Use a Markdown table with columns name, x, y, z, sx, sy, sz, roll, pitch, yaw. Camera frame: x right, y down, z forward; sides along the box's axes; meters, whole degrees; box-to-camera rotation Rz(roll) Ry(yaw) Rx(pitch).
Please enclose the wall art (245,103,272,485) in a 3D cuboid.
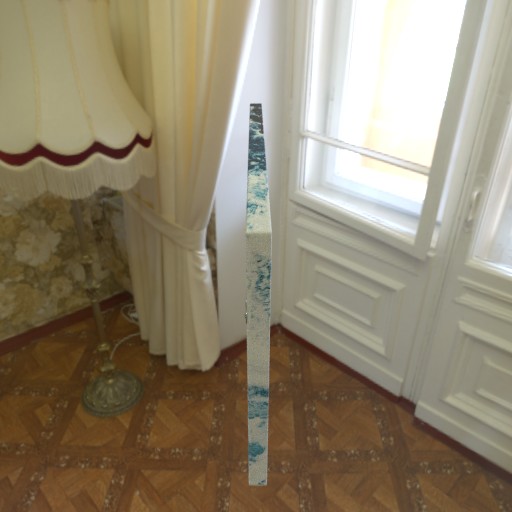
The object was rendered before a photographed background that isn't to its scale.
| name | x | y | z | sx | sy | sz | roll | pitch | yaw |
| --- | --- | --- | --- | --- | --- | --- | --- | --- | --- |
| wall art | 0.000 | 0.000 | 1.188 | 0.042 | 0.610 | 0.915 | 0 | 30 | 0 |
